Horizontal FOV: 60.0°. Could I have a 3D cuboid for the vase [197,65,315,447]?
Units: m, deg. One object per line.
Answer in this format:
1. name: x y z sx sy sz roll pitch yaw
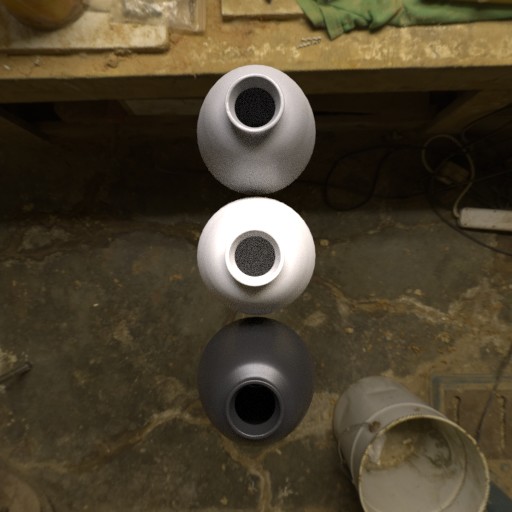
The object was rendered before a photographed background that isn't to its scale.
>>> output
1. vase: 0.000 0.000 0.349 0.097 0.122 0.297 0 90 1
